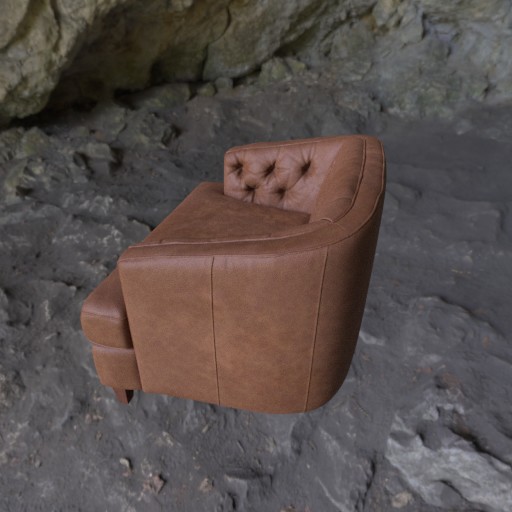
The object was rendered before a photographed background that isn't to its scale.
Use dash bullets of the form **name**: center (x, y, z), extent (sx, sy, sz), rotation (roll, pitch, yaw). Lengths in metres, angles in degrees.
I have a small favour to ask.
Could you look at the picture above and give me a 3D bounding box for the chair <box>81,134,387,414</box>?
- **chair**: center (0.000, 0.000, 1.783), extent (0.911, 0.836, 1.119), rotation (8, 32, 13)
